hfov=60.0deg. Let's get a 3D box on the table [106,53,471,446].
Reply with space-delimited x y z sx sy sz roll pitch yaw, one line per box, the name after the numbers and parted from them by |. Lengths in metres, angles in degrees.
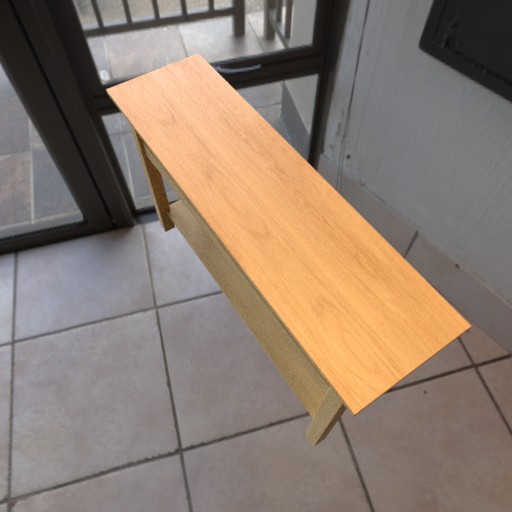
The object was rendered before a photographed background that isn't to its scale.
0.000 0.000 1.538 0.350 0.730 1.240 -30 63 -17 | table
